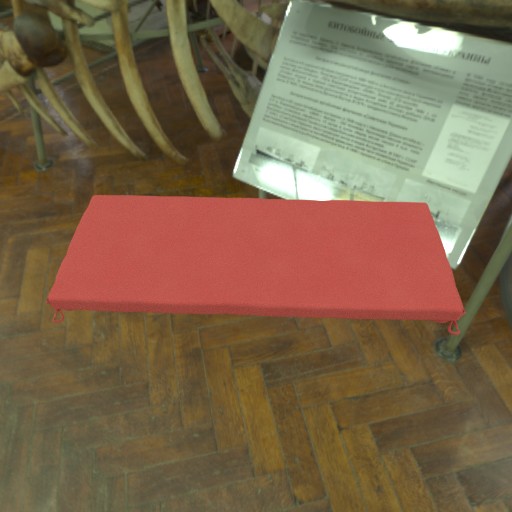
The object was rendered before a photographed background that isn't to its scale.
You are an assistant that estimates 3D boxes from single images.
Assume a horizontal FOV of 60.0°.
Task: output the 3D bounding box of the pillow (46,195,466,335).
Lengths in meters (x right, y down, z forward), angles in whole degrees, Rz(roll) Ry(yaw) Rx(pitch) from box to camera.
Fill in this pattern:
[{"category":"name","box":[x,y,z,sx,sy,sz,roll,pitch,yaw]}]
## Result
[{"category":"pillow","box":[0.000,0.000,1.363,1.187,0.081,0.492,1,47,1]}]
